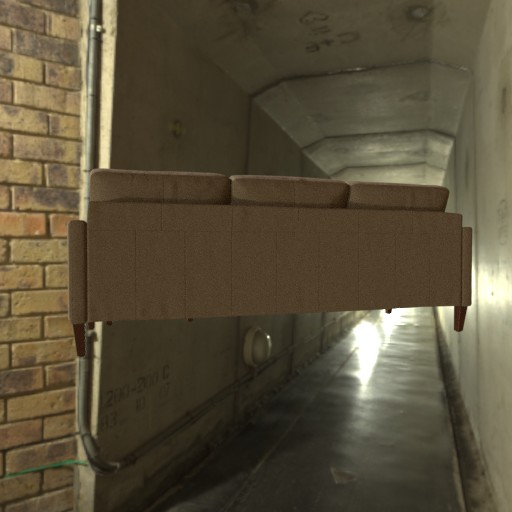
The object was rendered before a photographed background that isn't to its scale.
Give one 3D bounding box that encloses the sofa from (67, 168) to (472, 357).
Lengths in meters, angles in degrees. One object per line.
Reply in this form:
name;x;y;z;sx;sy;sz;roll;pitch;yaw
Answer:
sofa;0.000;0.000;2.955;2.178;0.875;1.506;0;1;-17
